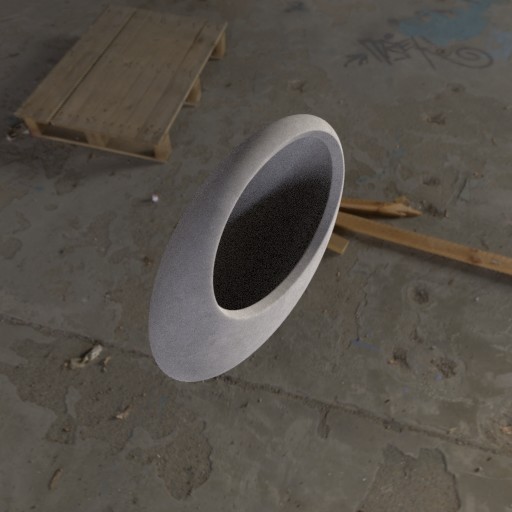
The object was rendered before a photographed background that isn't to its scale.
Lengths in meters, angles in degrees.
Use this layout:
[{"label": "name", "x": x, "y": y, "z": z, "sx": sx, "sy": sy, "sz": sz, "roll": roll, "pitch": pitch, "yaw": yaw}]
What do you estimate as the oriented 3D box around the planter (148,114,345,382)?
[{"label": "planter", "x": 0.000, "y": 0.000, "z": 0.291, "sx": 0.071, "sy": 0.188, "sz": 0.185, "roll": 31, "pitch": 62, "yaw": 19}]
